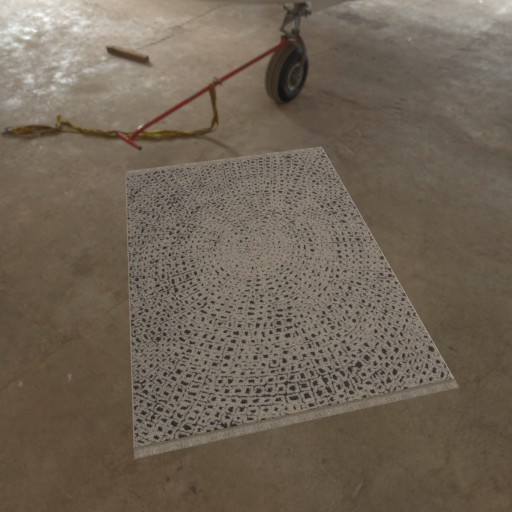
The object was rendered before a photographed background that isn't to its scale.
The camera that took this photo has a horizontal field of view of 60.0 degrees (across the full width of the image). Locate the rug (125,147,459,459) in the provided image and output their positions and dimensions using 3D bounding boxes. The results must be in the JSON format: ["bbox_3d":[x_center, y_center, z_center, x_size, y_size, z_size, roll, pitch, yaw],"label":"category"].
[{"bbox_3d":[0.000,0.000,2.107,1.190,0.003,1.634,-9,48,-8],"label":"rug"}]
